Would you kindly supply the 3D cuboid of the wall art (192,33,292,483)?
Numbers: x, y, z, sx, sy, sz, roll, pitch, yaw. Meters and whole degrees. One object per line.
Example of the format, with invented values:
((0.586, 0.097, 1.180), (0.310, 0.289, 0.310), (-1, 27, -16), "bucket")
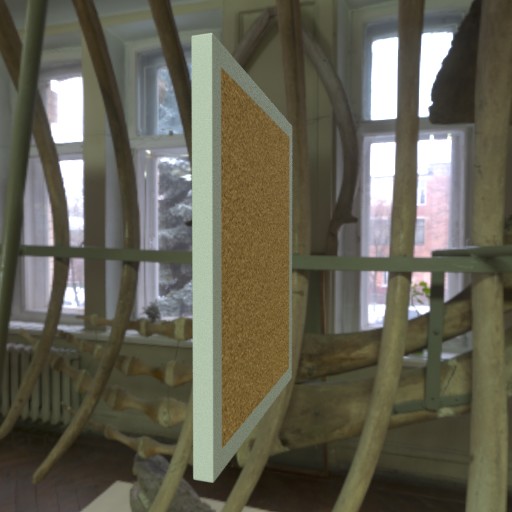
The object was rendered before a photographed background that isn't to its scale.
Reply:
((0.000, 0.000, 0.766), (0.028, 0.556, 0.454), (1, 2, 17), "wall art")
